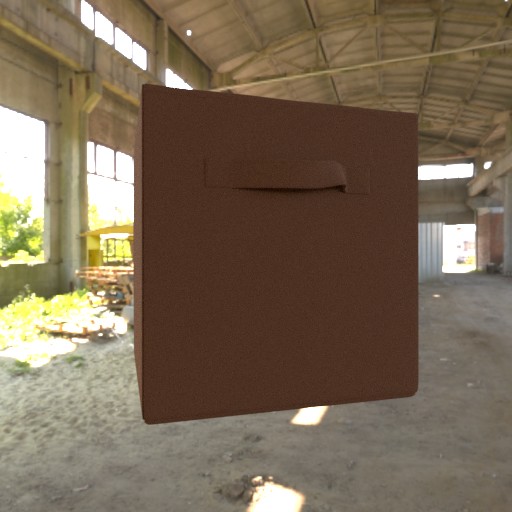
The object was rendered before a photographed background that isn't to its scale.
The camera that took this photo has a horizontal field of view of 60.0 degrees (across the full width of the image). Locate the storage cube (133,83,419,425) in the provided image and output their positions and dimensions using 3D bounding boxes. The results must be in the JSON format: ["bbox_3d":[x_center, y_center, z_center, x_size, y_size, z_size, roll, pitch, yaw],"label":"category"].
[{"bbox_3d":[0.000,0.000,0.510,0.270,0.280,0.270,0,0,-17],"label":"storage cube"}]
